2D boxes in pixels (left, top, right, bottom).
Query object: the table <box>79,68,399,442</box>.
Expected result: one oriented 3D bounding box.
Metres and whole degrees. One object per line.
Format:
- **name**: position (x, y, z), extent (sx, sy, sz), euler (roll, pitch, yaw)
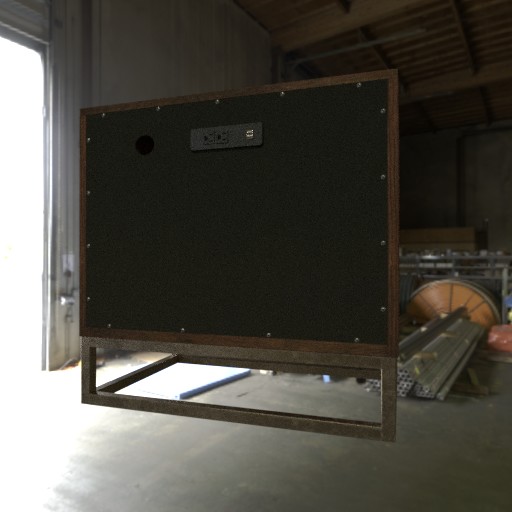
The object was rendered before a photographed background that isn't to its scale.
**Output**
- **table**: position (0.000, 0.000, 1.249), extent (0.767, 0.746, 0.542), euler (0, 0, 18)
